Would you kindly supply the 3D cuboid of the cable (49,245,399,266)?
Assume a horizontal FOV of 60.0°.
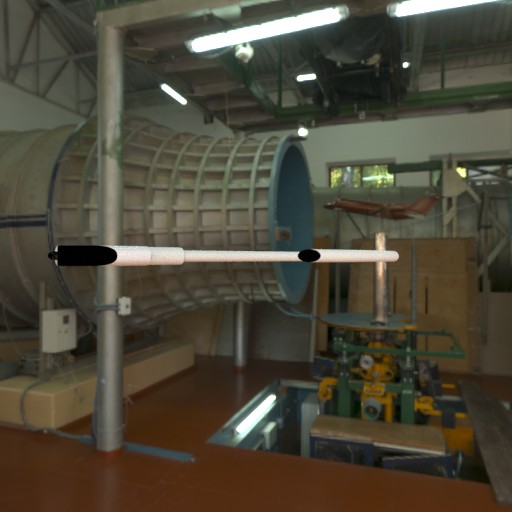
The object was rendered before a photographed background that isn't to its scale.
[{"bbox_3d":[0.000,0.000,0.111,0.098,0.005,0.041,0,0,-37],"label":"cable"}]
